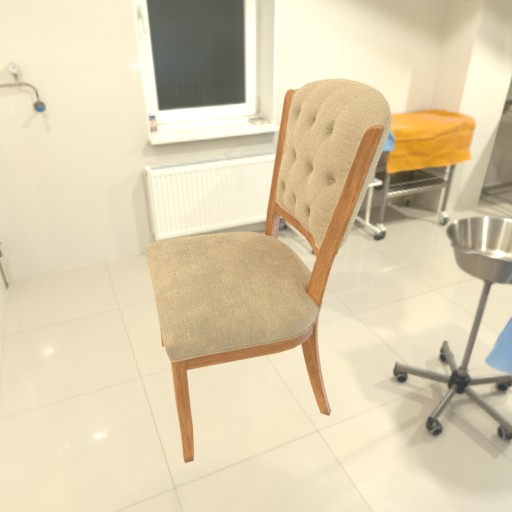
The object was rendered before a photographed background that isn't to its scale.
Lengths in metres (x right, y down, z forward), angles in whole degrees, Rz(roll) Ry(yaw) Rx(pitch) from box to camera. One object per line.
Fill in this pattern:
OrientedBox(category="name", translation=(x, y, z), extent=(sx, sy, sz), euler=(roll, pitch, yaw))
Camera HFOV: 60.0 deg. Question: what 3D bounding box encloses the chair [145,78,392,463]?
OrientedBox(category="chair", translation=(0.000, 0.000, 1.250), extent=(0.584, 0.905, 0.513), euler=(-9, 31, -15))
